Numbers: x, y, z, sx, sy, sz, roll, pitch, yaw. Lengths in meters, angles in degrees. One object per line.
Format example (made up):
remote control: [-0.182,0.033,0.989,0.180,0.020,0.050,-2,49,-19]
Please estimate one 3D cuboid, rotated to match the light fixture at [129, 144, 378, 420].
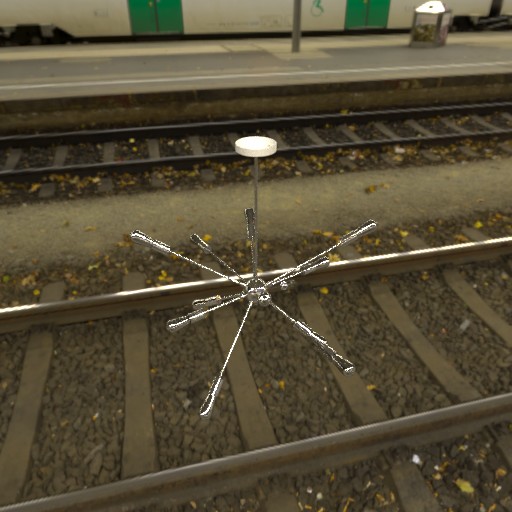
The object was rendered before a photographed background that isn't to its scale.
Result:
light fixture: [0.000,0.000,1.074,0.509,0.558,0.684,-21,37,-29]
